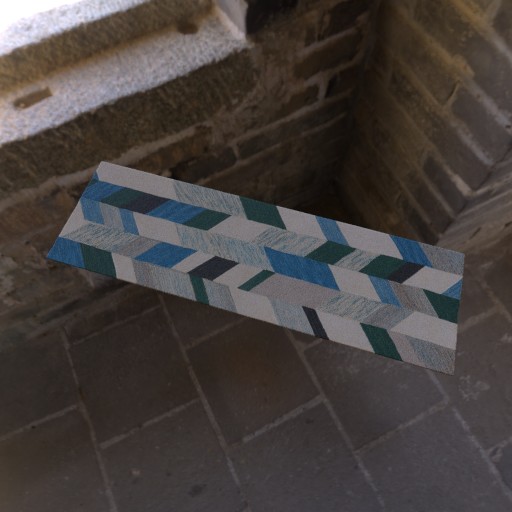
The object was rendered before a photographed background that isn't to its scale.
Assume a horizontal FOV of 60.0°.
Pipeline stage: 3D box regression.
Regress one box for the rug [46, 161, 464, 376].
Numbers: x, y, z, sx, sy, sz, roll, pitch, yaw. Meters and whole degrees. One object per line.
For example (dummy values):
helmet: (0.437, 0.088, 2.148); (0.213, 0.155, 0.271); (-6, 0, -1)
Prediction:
rug: (0.000, 0.000, 2.695); (2.437, 0.008, 0.774); (15, 64, 8)
